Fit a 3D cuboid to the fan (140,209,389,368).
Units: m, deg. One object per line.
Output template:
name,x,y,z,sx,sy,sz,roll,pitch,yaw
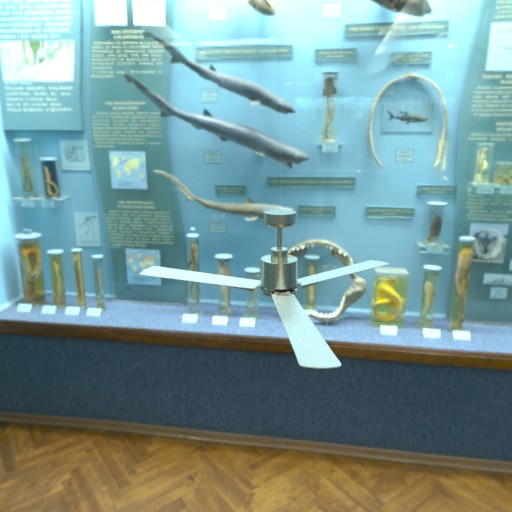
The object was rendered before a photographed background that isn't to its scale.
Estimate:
fan,0.000,0.000,2.339,1.531,0.446,1.561,3,15,10
